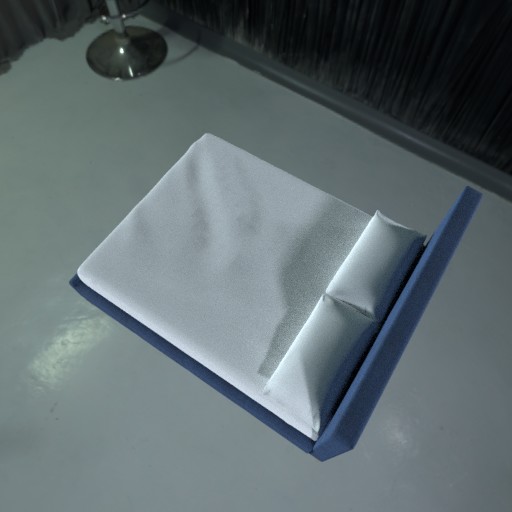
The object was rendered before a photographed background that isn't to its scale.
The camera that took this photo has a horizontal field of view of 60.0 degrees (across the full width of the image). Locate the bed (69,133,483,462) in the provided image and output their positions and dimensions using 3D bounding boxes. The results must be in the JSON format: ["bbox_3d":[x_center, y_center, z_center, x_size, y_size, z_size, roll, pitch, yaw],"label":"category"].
[{"bbox_3d":[0.000,0.000,3.131,2.172,1.231,1.723,30,66,15],"label":"bed"}]
